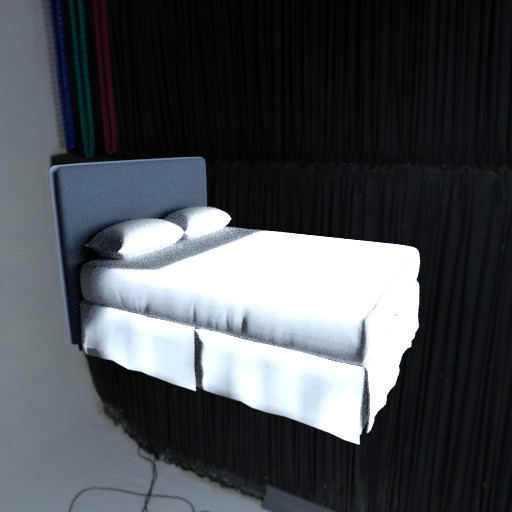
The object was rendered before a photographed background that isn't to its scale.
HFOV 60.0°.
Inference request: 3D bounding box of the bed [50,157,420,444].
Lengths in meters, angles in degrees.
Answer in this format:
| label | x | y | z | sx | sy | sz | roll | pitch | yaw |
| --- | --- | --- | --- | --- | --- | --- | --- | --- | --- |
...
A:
| label | x | y | z | sx | sy | sz | roll | pitch | yaw |
| --- | --- | --- | --- | --- | --- | --- | --- | --- | --- |
| bed | 0.000 | 0.000 | 3.223 | 2.162 | 1.330 | 1.713 | 8 | 17 | 27 |
